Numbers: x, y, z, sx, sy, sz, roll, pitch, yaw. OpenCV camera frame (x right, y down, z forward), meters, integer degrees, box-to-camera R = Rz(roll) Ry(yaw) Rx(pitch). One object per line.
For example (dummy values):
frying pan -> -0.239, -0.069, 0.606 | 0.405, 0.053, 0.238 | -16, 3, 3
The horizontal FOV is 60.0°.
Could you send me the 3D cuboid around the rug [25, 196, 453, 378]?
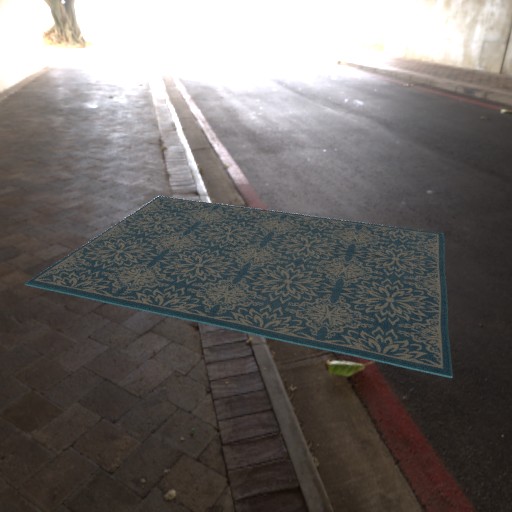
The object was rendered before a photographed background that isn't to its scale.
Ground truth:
rug -> 0.000, 0.000, 2.273 | 1.833, 0.012, 1.211 | 9, 30, 17
